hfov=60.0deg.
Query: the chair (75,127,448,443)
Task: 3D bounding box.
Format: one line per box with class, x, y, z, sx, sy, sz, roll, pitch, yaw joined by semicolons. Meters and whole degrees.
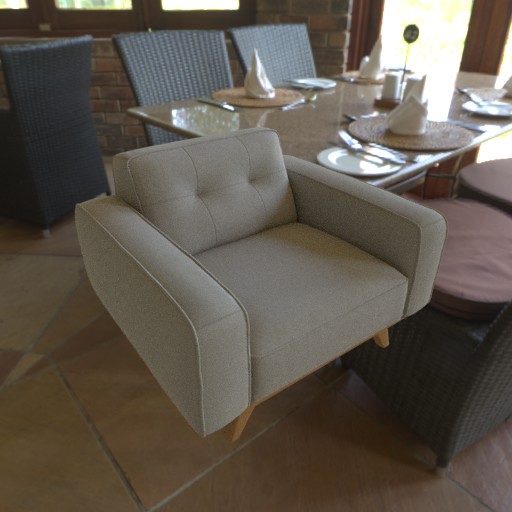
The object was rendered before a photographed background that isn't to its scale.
chair;0.000;0.000;1.747;1.115;0.779;0.953;-20;36;-31
